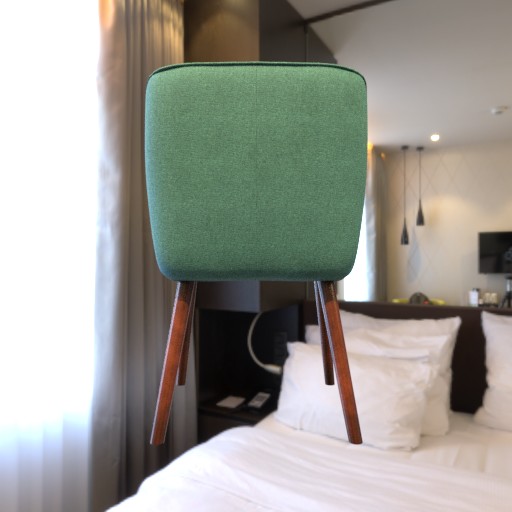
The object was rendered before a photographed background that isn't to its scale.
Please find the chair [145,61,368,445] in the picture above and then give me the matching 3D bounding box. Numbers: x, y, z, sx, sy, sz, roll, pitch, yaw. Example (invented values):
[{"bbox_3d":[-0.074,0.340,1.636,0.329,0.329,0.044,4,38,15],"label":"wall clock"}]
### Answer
[{"bbox_3d":[0.000,0.000,1.160,0.543,0.803,0.519,0,0,0],"label":"chair"}]
